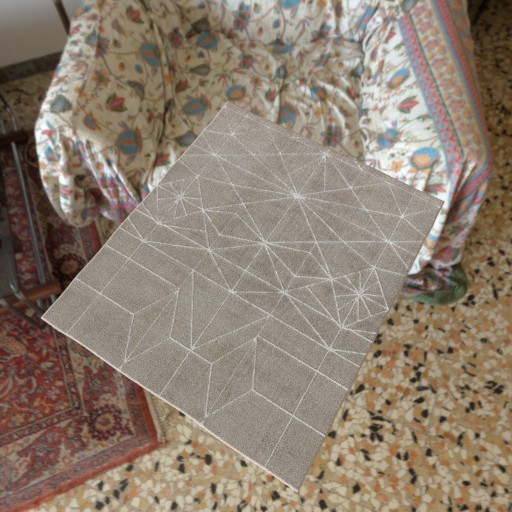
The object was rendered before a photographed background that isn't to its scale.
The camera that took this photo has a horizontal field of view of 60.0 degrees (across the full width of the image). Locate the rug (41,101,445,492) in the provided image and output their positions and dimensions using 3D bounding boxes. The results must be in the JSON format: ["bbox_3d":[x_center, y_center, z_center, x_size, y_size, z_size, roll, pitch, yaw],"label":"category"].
[{"bbox_3d":[0.000,0.000,0.880,0.548,0.006,0.639,29,67,13],"label":"rug"}]
